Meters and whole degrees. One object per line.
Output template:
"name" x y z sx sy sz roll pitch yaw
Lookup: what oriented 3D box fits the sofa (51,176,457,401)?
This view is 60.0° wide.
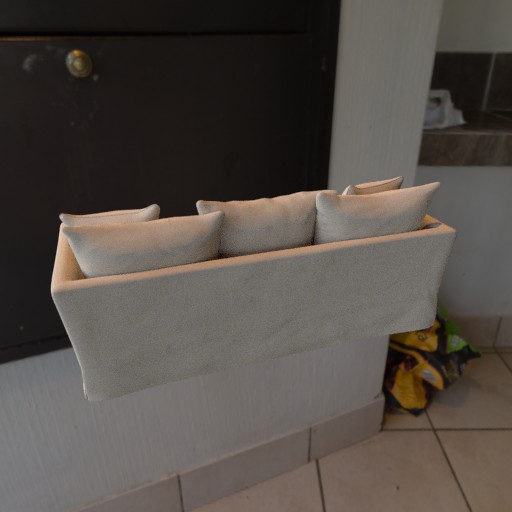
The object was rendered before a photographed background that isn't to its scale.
"sofa" 0.000 0.000 3.074 2.499 1.047 1.046 -8 27 -17
